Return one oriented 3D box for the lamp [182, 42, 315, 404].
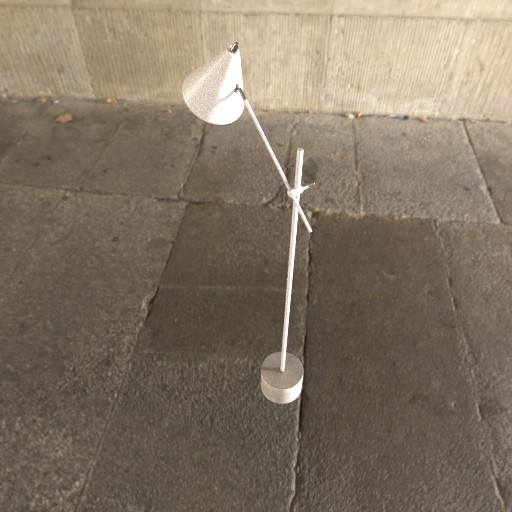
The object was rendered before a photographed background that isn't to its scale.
[{"bbox_3d":[0.000,0.000,1.582,0.223,1.430,0.508,-29,52,-25],"label":"lamp"}]
